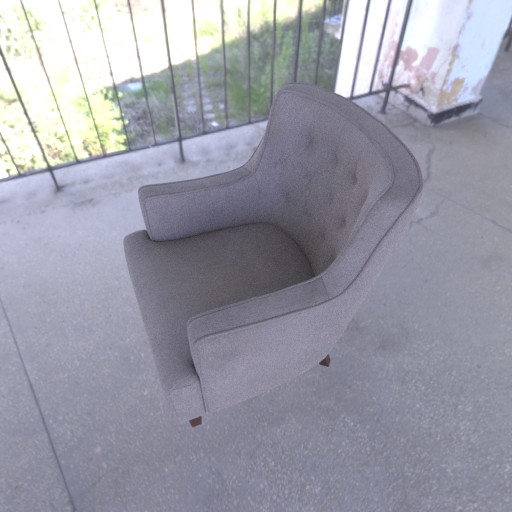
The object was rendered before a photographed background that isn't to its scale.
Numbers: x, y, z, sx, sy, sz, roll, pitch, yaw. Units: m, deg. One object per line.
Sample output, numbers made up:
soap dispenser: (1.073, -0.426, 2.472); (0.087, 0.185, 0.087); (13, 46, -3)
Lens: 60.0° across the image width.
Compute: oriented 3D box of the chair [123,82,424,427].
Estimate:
chair: (0.000, 0.000, 1.644); (0.910, 0.919, 0.781); (-17, 49, -15)
